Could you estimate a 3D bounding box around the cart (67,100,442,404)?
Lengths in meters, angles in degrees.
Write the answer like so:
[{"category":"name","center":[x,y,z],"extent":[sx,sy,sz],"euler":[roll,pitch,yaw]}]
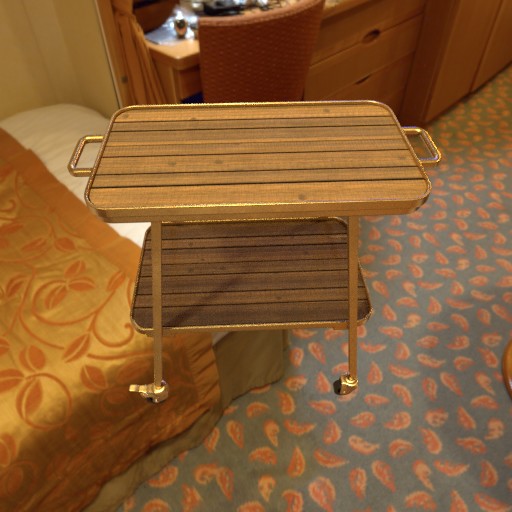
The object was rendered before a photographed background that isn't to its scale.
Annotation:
[{"category":"cart","center":[0.000,0.000,1.235],"extent":[0.806,0.700,0.524],"euler":[-2,46,-2]}]
